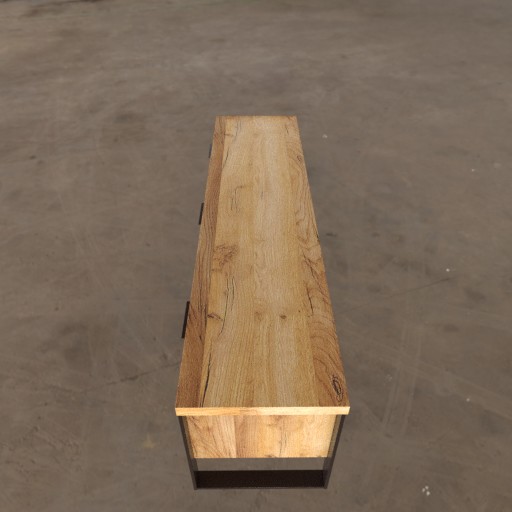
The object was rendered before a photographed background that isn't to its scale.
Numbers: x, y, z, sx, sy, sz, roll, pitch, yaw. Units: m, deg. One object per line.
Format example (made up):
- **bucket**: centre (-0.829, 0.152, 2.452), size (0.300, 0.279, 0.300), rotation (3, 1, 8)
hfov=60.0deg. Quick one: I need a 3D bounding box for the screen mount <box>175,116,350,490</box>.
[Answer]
- **screen mount**: centre (0.000, 0.000, 1.682), size (0.395, 0.450, 1.524), rotation (0, 41, 0)
